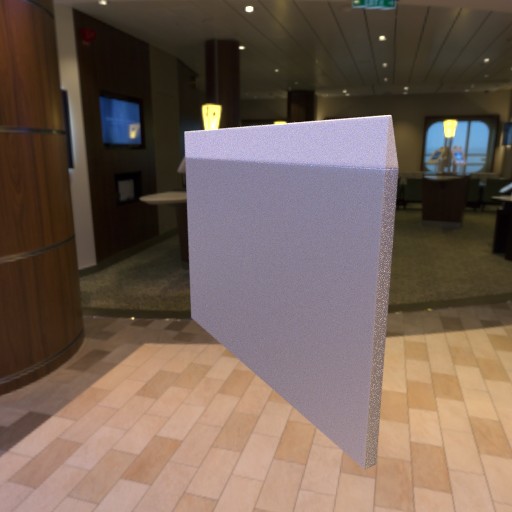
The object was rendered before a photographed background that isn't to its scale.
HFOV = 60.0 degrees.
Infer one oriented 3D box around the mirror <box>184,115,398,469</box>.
[{"bbox_3d":[0.000,0.000,1.123,0.030,0.630,0.870,-8,16,-29],"label":"mirror"}]
